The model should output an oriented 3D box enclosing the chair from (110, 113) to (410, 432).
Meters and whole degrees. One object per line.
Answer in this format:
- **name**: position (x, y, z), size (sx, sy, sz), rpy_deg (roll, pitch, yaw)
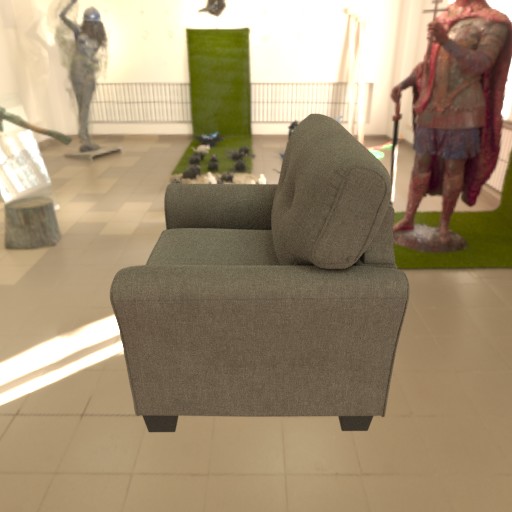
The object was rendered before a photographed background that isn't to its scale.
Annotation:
- **chair**: position (0.000, 0.000, 1.616), size (0.816, 0.890, 0.941), rpy_deg (0, 26, 0)
